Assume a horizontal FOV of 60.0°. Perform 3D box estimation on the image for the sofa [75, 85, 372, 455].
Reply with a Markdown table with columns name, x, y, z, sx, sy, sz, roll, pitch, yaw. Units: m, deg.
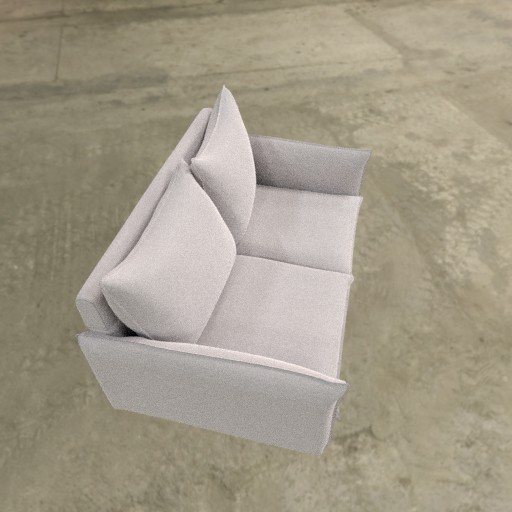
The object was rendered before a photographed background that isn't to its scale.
| name | x | y | z | sx | sy | sz | roll | pitch | yaw |
| --- | --- | --- | --- | --- | --- | --- | --- | --- | --- |
| sofa | 0.000 | 0.000 | 1.809 | 0.820 | 0.840 | 1.300 | 10 | 46 | 9 |
